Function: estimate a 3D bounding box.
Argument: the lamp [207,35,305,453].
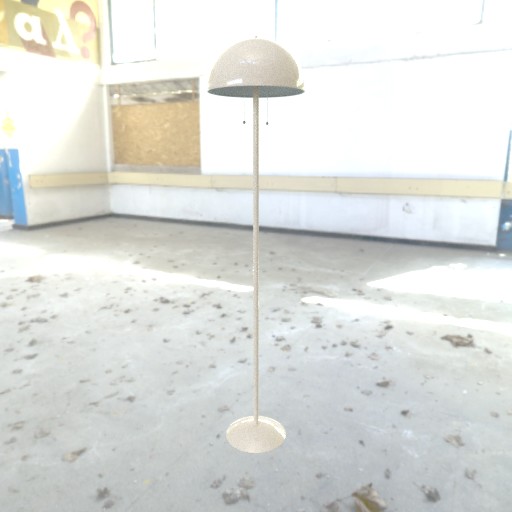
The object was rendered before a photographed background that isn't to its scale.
[{"bbox_3d":[0.000,0.000,1.623,0.328,1.480,0.328,7,15,27],"label":"lamp"}]
